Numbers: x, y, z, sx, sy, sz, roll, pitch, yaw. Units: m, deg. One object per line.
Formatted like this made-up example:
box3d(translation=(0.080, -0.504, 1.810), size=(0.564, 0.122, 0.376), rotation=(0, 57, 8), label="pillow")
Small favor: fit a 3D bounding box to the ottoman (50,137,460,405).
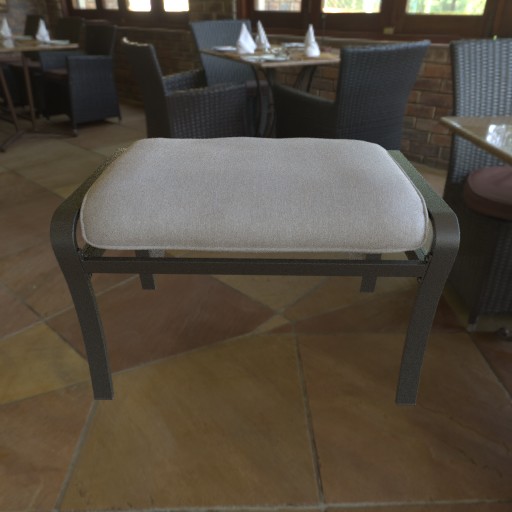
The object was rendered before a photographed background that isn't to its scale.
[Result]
box3d(translation=(0.000, 0.000, 0.903), size=(0.610, 0.422, 0.406), rotation=(1, 30, 1), label="ottoman")
